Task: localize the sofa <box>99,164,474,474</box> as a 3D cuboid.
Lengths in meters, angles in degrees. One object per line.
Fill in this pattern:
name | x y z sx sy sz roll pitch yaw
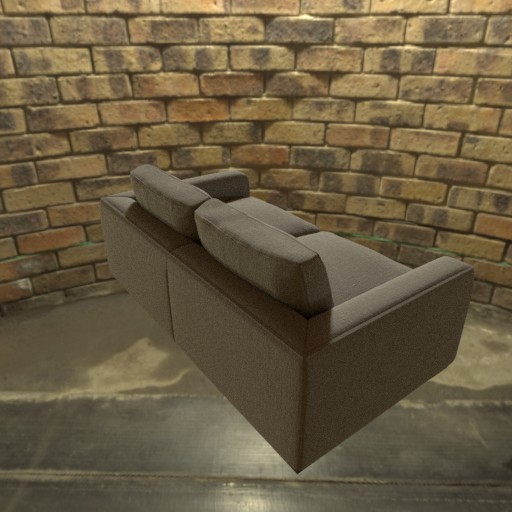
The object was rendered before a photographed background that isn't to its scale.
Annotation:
sofa | 0.000 0.000 2.416 1.069 0.800 1.920 -19 33 -32
